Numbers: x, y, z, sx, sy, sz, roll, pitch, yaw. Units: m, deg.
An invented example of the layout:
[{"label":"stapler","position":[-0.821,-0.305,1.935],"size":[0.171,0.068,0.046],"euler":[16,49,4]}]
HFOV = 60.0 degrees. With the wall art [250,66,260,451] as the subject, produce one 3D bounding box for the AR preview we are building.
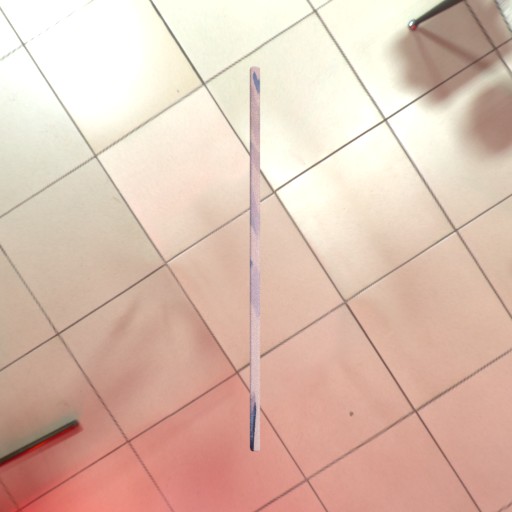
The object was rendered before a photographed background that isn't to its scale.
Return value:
[{"label":"wall art","position":[0.000,0.000,1.154],"size":[0.016,0.914,0.610],"euler":[0,91,0]}]
